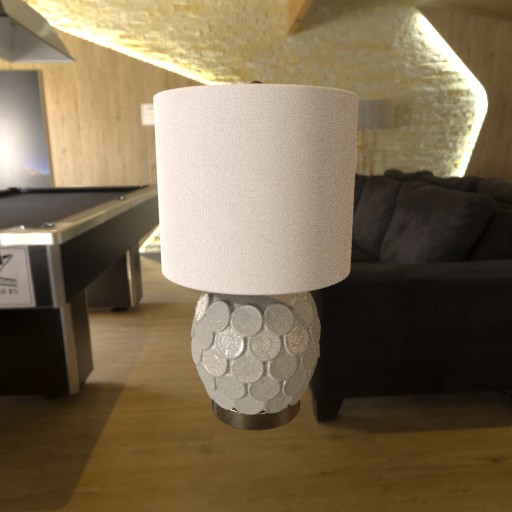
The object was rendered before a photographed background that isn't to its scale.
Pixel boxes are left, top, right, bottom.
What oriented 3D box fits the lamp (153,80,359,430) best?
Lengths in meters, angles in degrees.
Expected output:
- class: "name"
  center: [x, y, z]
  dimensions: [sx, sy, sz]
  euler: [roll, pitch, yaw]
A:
- class: "lamp"
  center: [0.000, 0.000, 0.608]
  dimensions: [0.254, 0.452, 0.254]
  euler: [0, 13, 0]
